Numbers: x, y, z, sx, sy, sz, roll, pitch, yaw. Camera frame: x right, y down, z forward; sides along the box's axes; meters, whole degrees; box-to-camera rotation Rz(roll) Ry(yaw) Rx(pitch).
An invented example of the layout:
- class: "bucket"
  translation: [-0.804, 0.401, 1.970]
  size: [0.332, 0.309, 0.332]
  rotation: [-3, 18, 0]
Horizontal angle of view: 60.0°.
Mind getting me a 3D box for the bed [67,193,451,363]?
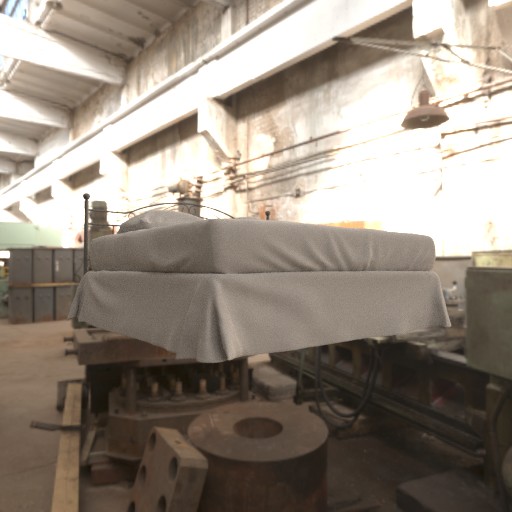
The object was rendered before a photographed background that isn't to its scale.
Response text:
- class: "bed"
  translation: [0.000, 0.000, 3.513]
  size: [2.309, 1.080, 2.220]
  rotation: [1, -2, -37]
